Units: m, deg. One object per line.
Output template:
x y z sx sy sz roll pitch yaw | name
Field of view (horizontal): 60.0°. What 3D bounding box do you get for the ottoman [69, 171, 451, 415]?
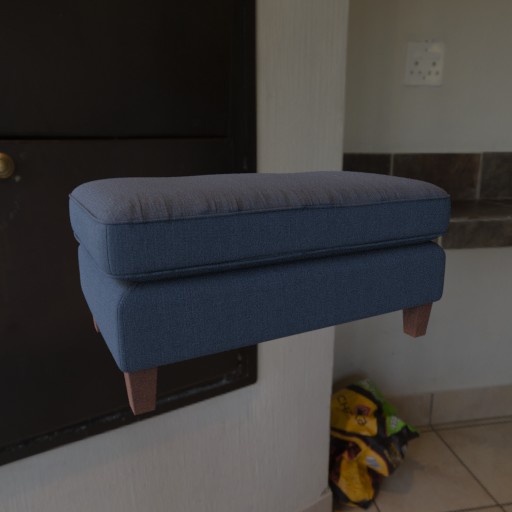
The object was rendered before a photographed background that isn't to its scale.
0.000 0.000 1.208 0.885 0.438 0.570 -7 16 -27 | ottoman
